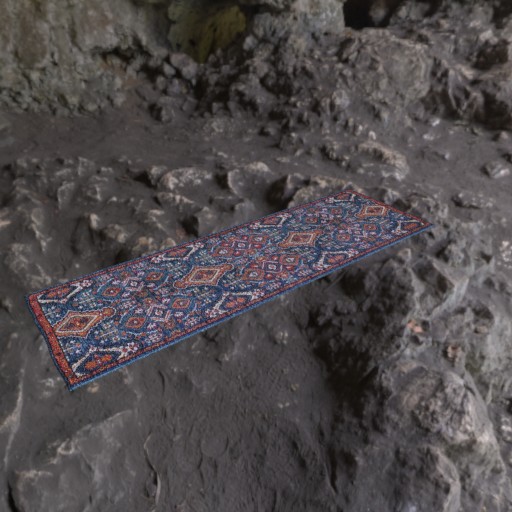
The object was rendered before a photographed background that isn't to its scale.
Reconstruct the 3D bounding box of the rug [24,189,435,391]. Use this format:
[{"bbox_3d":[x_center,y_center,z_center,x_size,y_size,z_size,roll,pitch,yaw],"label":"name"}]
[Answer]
[{"bbox_3d":[0.000,0.000,2.673,2.459,0.010,0.801,-21,37,-30],"label":"rug"}]
